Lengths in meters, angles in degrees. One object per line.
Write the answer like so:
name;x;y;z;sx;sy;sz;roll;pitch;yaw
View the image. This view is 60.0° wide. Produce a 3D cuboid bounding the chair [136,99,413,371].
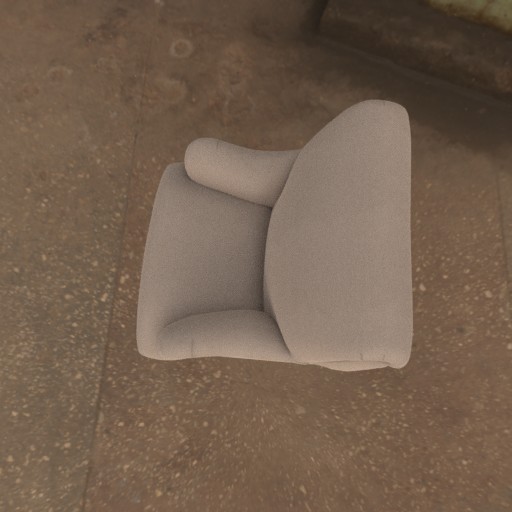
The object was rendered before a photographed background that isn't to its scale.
chair;0.000;0.000;1.575;0.842;0.942;0.766;5;74;1
